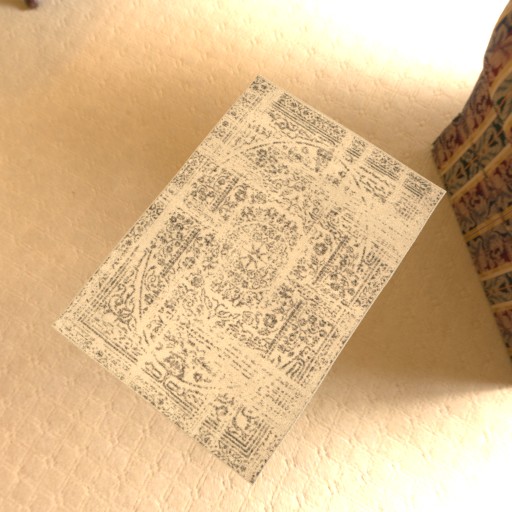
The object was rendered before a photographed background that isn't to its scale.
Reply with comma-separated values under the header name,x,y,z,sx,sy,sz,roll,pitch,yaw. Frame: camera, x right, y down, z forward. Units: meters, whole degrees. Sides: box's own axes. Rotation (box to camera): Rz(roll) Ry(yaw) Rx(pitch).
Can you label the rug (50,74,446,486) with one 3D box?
name,x,y,z,sx,sy,sz,roll,pitch,yaw
rug,0.000,0.000,3.123,1.706,0.026,2.438,35,78,8
